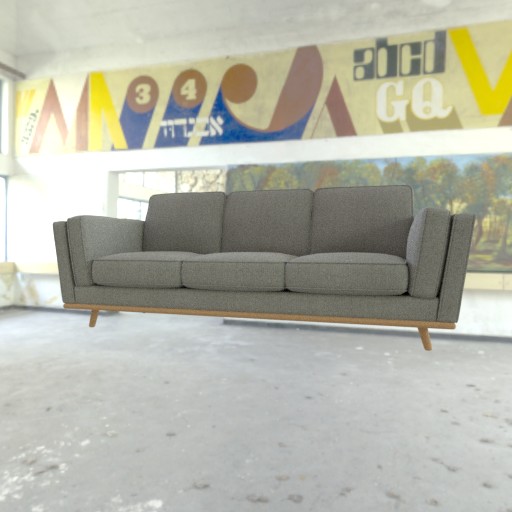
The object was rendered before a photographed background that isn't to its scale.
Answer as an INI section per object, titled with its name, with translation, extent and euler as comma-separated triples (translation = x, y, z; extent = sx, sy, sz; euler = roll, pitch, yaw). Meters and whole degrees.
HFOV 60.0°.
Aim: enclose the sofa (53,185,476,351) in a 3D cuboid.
[sofa]
translation = 0.000, 0.000, 2.766
extent = 2.362, 0.899, 0.903
euler = 0, 2, 18
